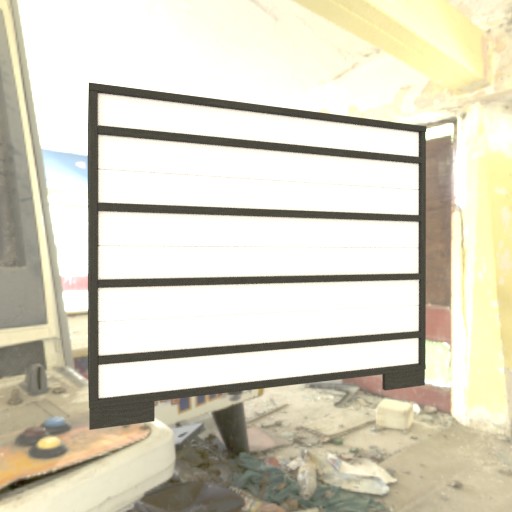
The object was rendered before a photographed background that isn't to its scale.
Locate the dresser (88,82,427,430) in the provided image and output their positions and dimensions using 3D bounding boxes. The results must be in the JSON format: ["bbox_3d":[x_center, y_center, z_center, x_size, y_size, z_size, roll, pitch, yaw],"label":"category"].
[{"bbox_3d":[0.000,0.000,1.404,0.994,0.816,0.404,0,0,-21],"label":"dresser"}]
